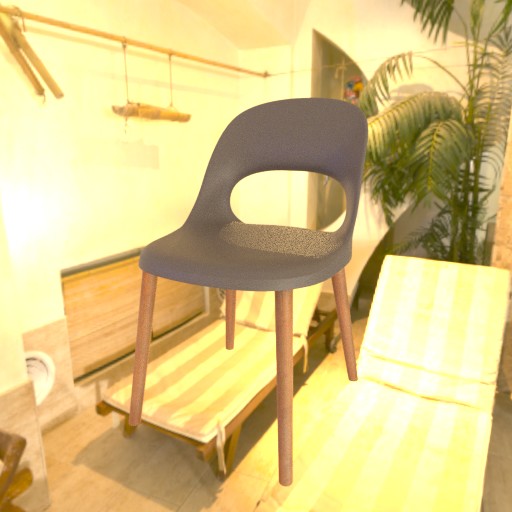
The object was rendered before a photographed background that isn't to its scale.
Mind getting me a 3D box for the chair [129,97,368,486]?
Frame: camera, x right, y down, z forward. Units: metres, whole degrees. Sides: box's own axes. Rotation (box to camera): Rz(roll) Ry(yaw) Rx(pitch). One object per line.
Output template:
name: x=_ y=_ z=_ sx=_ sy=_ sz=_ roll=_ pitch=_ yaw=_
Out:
chair: x=0.000 y=0.000 z=1.118 sx=0.470 sy=0.795 sz=0.556 roll=8 pitch=17 yaw=27
